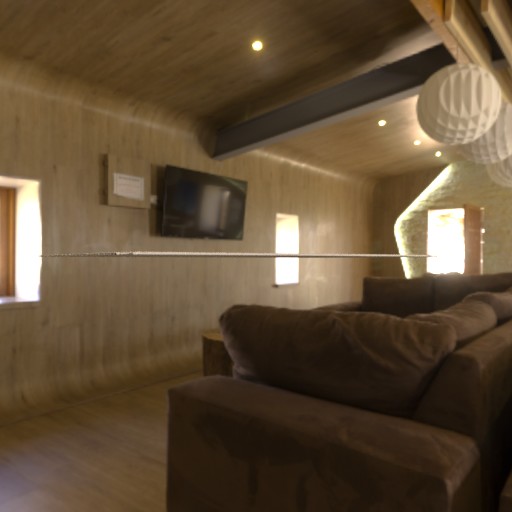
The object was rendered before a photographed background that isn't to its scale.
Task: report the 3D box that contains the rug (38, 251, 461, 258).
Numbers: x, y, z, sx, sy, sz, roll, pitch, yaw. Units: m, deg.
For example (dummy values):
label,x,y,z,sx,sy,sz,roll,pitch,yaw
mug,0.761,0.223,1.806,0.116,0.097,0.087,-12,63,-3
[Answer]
label,x,y,z,sx,sy,sz,roll,pitch,yaw
rug,0.000,0.000,3.030,2.486,0.013,1.548,0,-1,-36
